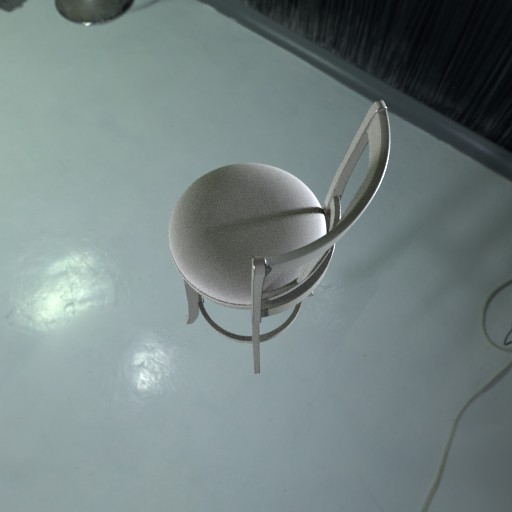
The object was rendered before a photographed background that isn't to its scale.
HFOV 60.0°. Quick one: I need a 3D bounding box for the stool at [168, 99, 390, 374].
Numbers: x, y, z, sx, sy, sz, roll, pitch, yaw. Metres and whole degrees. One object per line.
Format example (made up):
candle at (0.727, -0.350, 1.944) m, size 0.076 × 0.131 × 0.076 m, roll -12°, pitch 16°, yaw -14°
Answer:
stool at (0.000, 0.000, 1.283) m, size 0.475 × 1.042 × 0.436 m, roll 33°, pitch 69°, yaw 14°
